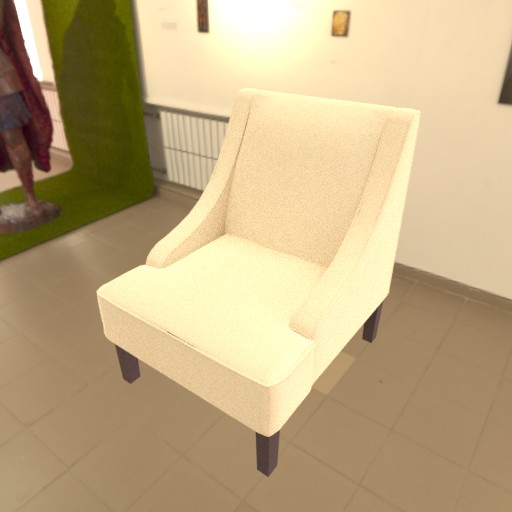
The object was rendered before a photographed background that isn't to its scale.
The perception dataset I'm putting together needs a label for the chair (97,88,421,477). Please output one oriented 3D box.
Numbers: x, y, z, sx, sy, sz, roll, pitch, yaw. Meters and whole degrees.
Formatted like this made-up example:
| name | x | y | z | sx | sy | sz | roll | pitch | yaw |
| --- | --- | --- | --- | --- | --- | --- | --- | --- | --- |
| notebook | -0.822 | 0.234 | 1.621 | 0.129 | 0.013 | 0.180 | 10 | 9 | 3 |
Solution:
| name | x | y | z | sx | sy | sz | roll | pitch | yaw |
| --- | --- | --- | --- | --- | --- | --- | --- | --- | --- |
| chair | 0.000 | 0.000 | 1.452 | 0.689 | 0.886 | 0.806 | 20 | 36 | 31 |
